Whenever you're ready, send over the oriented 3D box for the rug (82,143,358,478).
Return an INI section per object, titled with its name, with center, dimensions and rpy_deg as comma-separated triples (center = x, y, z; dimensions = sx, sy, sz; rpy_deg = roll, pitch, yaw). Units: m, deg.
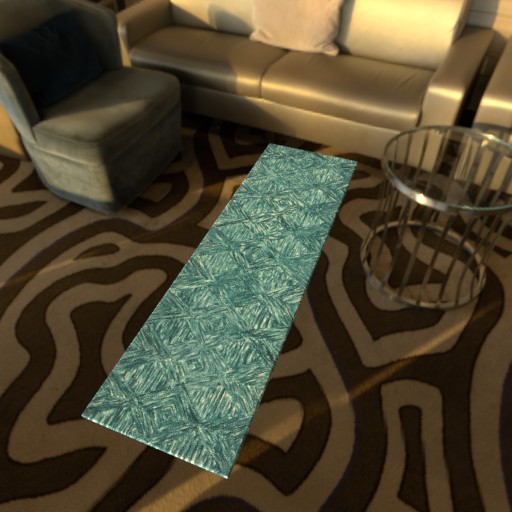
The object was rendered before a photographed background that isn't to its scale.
[rug]
center = 0.000, 0.000, 2.516
dimensions = 0.676, 0.016, 2.286
rpy_deg = 16, 48, 15
